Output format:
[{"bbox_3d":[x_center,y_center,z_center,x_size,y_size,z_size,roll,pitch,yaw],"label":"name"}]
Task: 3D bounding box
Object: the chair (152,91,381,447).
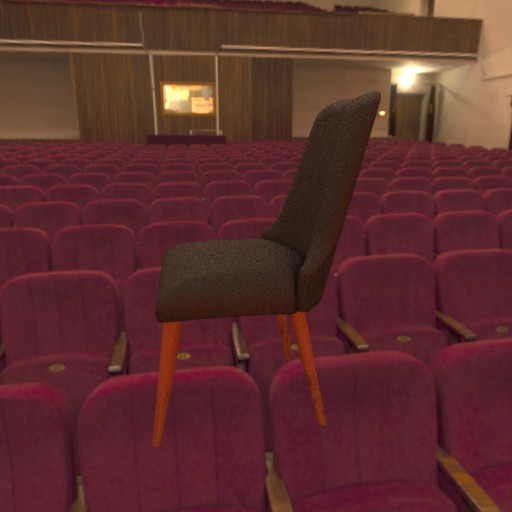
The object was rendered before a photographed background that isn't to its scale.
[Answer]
[{"bbox_3d":[0.000,0.000,1.188,0.567,0.820,0.504,-2,14,-9],"label":"chair"}]
